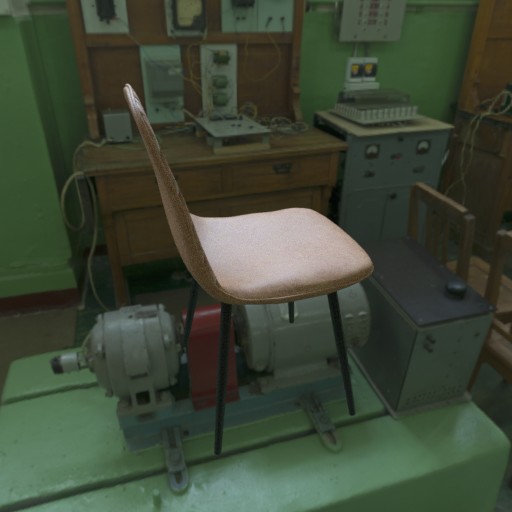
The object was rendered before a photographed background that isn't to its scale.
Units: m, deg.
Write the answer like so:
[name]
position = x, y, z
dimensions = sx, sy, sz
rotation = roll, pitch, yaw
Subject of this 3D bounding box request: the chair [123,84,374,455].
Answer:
[chair]
position = 0.000, 0.000, 1.193
dimensions = 0.561, 0.889, 0.472
rotation = -9, 31, -16
